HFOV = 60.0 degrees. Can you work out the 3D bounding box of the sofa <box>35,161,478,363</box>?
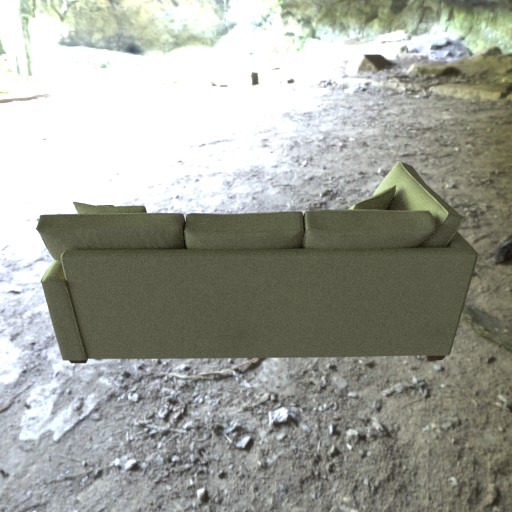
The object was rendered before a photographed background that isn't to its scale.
[{"bbox_3d":[0.000,0.000,2.877,2.323,0.948,1.053,0,30,-1],"label":"sofa"}]
